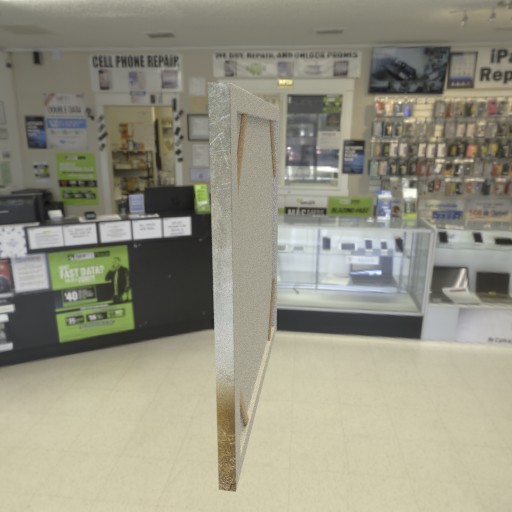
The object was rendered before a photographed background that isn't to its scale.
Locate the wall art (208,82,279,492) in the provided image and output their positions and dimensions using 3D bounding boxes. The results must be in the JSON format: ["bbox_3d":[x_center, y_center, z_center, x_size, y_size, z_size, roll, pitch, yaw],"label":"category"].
[{"bbox_3d":[0.000,0.000,1.639,0.051,1.091,1.092,2,16,8],"label":"wall art"}]
